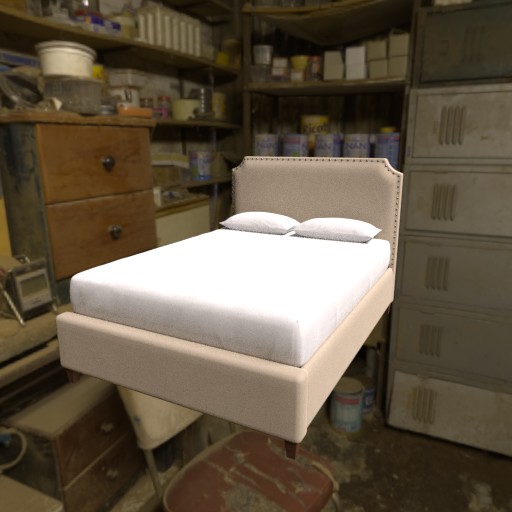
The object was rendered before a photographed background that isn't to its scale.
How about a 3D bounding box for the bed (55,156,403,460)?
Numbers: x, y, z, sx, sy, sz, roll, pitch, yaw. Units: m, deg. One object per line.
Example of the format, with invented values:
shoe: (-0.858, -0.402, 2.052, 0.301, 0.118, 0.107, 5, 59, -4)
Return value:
bed: (0.000, 0.000, 3.388, 1.703, 1.415, 2.329, 7, 16, 27)
